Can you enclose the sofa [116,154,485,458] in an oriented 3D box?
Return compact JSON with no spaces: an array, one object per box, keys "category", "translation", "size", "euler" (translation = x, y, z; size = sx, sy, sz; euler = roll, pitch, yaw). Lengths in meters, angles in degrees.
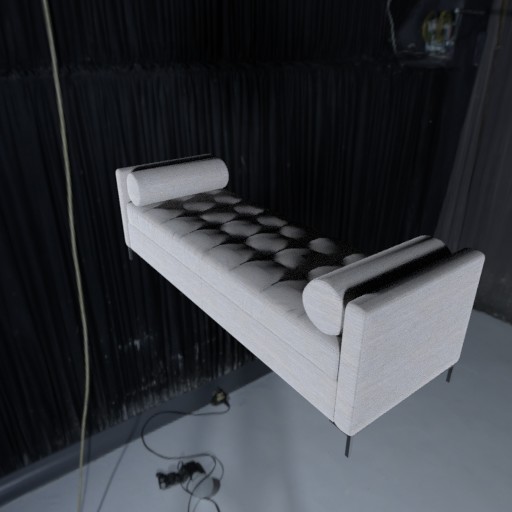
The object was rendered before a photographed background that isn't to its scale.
[{"category":"sofa","translation":[0.000,0.000,2.318],"size":[0.686,0.635,1.981],"euler":[-18,32,-32]}]
